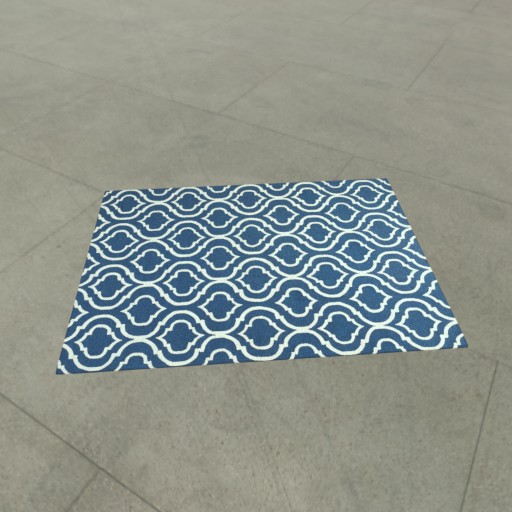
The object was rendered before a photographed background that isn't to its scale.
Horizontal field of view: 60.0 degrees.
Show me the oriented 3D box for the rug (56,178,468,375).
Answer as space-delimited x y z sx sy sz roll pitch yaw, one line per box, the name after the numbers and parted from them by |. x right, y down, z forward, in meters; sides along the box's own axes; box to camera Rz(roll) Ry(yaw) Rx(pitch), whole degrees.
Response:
0.000 0.000 2.811 2.134 0.010 1.524 -3 45 -3 | rug
